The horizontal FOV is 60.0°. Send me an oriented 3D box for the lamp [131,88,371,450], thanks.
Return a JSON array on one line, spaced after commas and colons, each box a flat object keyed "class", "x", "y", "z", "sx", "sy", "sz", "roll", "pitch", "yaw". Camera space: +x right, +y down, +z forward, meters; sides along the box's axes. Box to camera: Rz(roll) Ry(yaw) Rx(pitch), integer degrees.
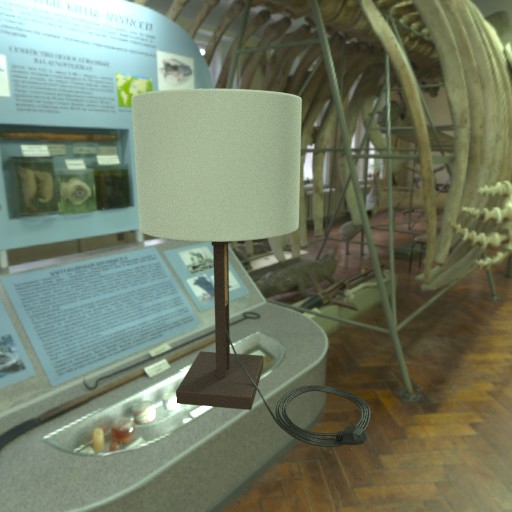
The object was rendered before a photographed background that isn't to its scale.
[{"class": "lamp", "x": 0.000, "y": 0.000, "z": 0.988, "sx": 0.525, "sy": 0.668, "sz": 0.396, "roll": 2, "pitch": 14, "yaw": 8}]
